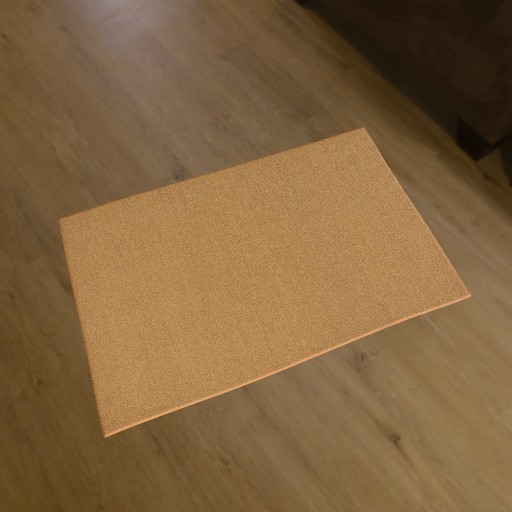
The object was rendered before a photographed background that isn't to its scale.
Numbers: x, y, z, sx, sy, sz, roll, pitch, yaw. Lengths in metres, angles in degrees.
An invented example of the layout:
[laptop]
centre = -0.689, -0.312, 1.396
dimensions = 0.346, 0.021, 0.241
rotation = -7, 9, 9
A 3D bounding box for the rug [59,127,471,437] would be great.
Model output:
[rug]
centre = 0.000, 0.000, 2.089
dimensions = 1.678, 0.013, 1.078
rotation = -19, 65, -9
